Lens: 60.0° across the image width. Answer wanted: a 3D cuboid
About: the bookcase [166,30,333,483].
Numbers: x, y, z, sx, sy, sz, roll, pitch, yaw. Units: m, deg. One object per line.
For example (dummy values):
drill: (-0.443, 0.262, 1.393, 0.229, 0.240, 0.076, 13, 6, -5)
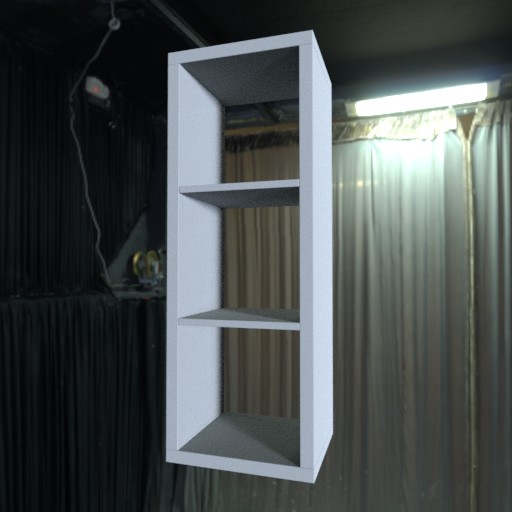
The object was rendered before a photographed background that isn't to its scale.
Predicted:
bookcase: (0.000, 0.000, 1.270, 0.390, 1.080, 0.330, 0, -2, 17)
